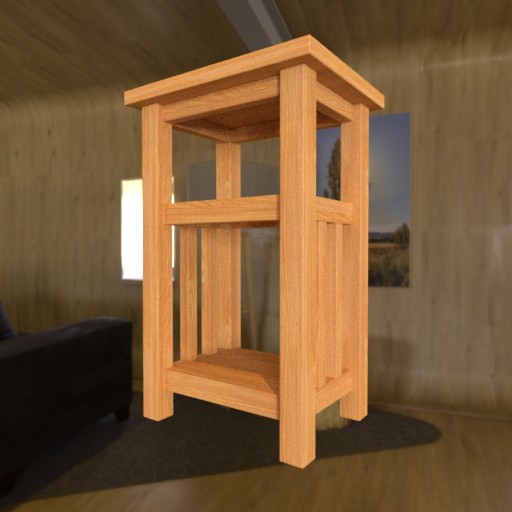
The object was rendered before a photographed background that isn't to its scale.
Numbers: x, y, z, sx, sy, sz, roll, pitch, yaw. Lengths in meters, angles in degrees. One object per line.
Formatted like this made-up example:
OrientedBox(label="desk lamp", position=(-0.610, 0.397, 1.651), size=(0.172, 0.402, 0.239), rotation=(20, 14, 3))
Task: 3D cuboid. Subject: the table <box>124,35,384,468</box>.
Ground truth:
OrientedBox(label="table", position=(0.000, 0.000, 0.757), size=(0.350, 0.550, 0.270), rotation=(1, 2, 35))
